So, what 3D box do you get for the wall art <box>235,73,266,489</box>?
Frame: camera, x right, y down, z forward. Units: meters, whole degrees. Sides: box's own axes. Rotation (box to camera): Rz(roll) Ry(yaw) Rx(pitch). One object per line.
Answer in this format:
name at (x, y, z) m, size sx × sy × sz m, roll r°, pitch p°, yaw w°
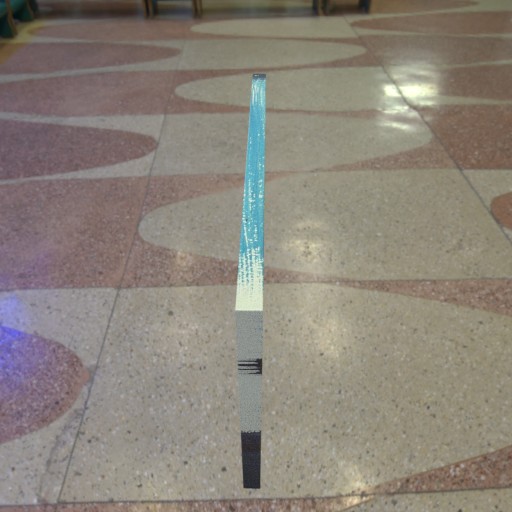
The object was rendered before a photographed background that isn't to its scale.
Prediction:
wall art at (0.000, 0.000, 1.151) m, size 0.039 × 0.610 × 0.914 m, roll 1°, pitch 42°, yaw 1°
